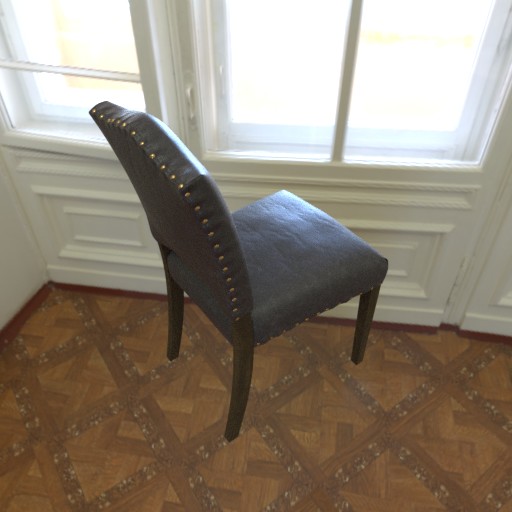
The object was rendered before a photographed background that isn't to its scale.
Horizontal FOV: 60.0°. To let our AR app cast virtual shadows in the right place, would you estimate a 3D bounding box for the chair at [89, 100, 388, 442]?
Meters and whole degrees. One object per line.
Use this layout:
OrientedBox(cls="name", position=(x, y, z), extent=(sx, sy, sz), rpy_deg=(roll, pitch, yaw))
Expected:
OrientedBox(cls="chair", position=(0.000, 0.000, 1.307), extent=(0.633, 0.991, 0.500), rpy_deg=(-26, 47, -27))
